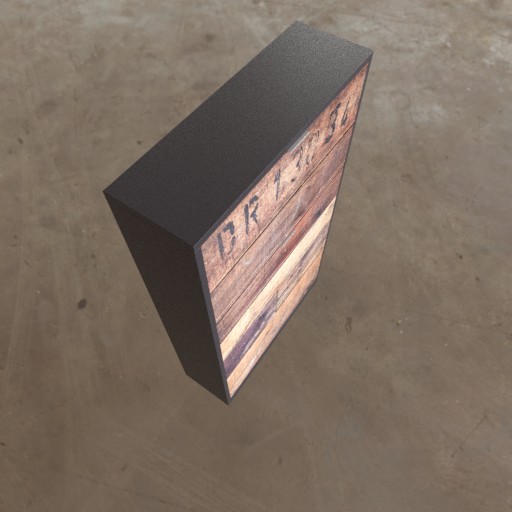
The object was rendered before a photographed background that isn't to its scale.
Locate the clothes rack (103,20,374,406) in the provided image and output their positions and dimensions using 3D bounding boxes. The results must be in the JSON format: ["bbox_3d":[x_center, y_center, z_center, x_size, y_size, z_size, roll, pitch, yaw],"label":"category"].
[{"bbox_3d":[0.000,0.000,1.583,0.250,1.280,0.750,31,63,17],"label":"clothes rack"}]
